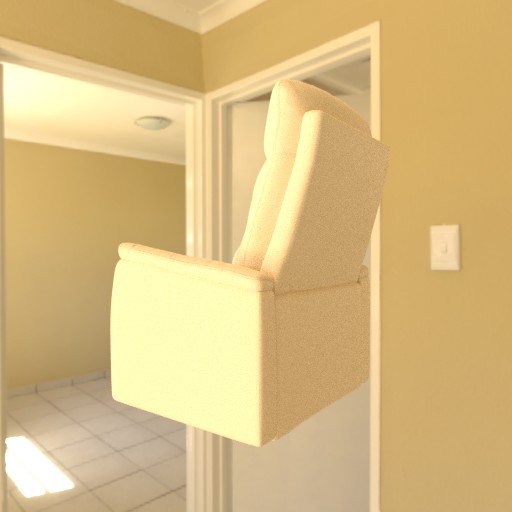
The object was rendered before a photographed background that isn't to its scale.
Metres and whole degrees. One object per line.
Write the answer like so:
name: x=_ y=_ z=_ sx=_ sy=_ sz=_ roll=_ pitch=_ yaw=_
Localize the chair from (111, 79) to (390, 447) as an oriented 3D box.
chair: x=0.000 y=0.000 z=1.655 sx=0.831 sy=1.082 sz=0.775 roll=1 pitch=2 yaw=36
